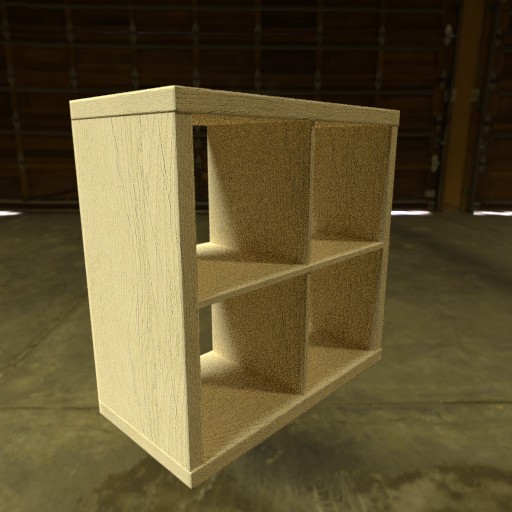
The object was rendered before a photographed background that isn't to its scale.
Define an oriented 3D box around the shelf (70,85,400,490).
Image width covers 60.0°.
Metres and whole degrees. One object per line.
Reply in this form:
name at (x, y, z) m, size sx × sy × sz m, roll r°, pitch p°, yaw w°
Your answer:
shelf at (0.000, 0.000, 1.226) m, size 0.390 × 0.786 × 0.790 m, roll 13°, pitch 19°, yaw 42°
